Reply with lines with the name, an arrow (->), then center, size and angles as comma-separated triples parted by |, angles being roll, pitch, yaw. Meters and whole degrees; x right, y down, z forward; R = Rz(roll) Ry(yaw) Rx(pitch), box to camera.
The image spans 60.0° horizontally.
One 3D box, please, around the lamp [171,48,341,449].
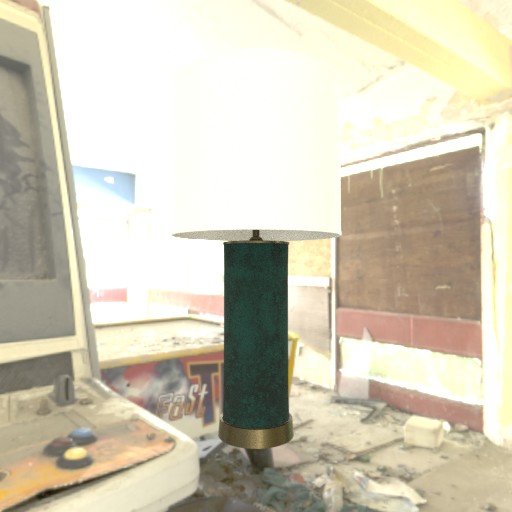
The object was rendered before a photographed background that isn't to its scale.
lamp -> 0.000, 0.000, 0.794 | 0.301, 0.630, 0.301 | 0, -2, -18
